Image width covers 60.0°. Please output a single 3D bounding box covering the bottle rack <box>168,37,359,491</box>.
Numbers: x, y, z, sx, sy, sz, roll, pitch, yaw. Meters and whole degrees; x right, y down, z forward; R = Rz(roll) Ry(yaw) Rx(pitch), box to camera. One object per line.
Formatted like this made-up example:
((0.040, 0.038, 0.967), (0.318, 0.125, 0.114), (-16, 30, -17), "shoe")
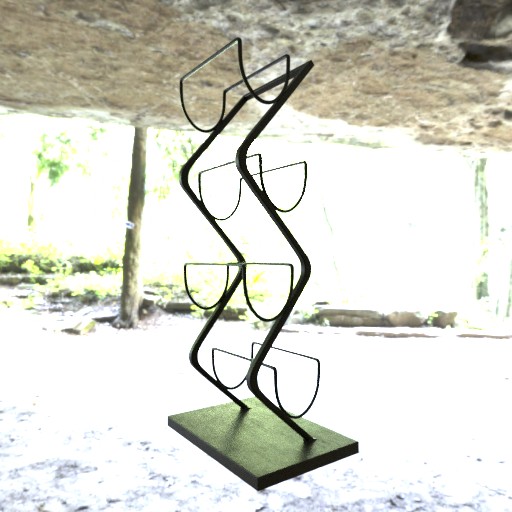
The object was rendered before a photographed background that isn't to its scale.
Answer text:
((0.000, 0.000, 0.680), (0.178, 0.559, 0.254), (0, 0, -36), "bottle rack")
